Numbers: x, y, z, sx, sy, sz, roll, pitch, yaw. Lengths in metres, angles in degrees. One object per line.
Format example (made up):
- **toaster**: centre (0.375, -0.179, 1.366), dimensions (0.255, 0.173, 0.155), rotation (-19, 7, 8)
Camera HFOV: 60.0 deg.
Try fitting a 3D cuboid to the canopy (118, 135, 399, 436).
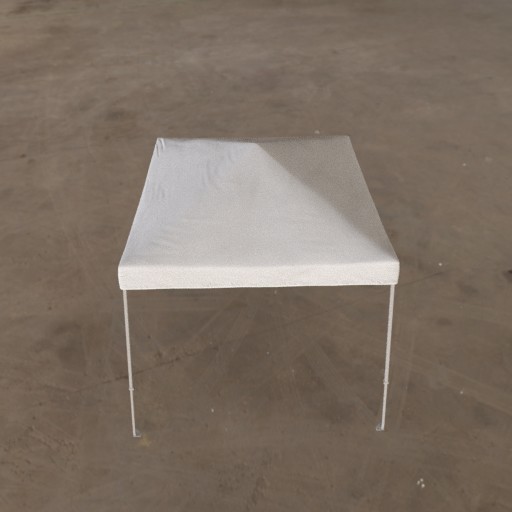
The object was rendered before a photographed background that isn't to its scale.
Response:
- **canopy**: centre (0.000, 0.000, 5.155), dimensions (2.848, 2.849, 2.849), rotation (-1, 41, -1)
